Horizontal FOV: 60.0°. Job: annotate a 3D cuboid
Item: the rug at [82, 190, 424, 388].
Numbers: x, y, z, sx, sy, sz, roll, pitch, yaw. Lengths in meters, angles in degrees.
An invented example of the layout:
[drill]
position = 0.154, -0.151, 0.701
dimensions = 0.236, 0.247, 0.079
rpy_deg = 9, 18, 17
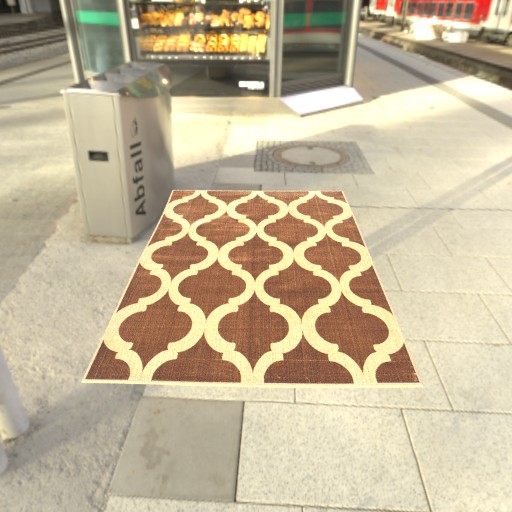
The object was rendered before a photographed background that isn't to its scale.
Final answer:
[rug]
position = 0.000, 0.000, 2.943
dimensions = 1.526, 0.014, 2.290
rpy_deg = 0, 30, 1
